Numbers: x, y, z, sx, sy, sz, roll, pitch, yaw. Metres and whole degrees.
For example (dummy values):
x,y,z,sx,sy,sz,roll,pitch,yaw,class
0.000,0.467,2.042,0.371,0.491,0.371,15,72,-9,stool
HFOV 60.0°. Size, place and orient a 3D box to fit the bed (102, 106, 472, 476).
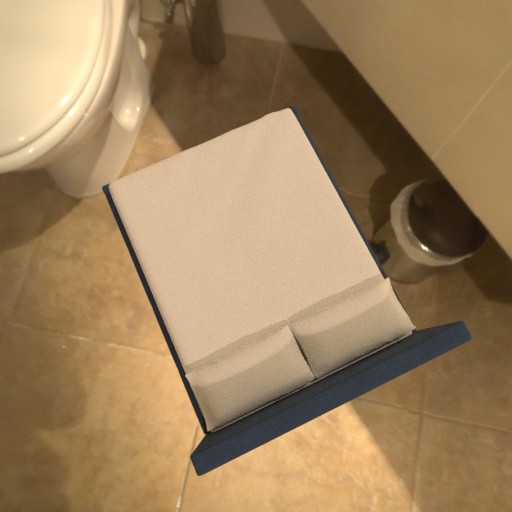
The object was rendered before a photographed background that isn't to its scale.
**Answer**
x,y,z,sx,sy,sz,roll,pitch,yaw,class
0.000,0.000,3.218,1.723,1.231,2.172,-25,78,-6,bed
